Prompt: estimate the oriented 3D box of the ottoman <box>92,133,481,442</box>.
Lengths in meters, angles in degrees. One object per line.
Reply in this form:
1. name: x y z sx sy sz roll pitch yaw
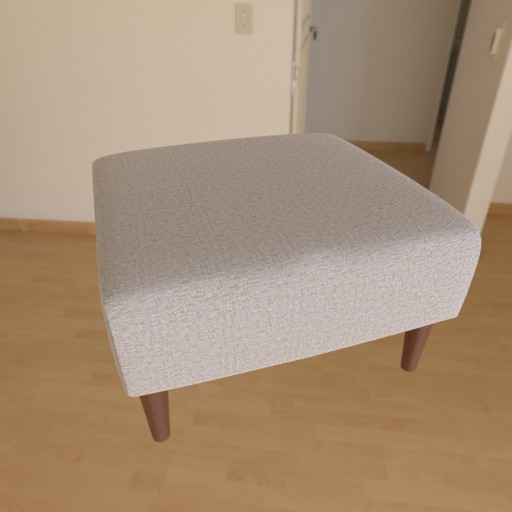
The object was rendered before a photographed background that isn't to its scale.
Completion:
1. ottoman: 0.000 0.000 1.019 0.655 0.399 0.648 -10 33 -16
